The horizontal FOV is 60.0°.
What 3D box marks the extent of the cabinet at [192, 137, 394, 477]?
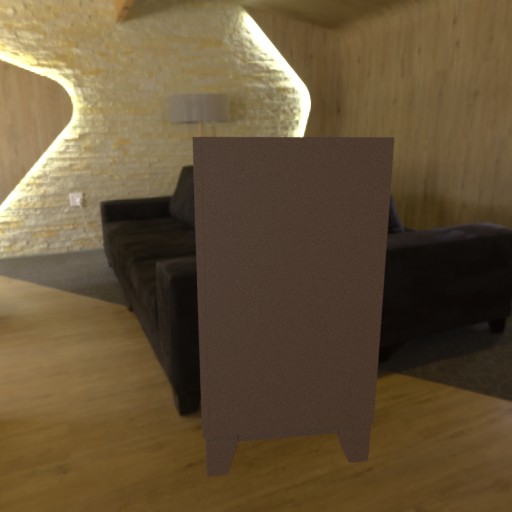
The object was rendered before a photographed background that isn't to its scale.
[{"bbox_3d":[0.000,0.000,1.816,0.482,0.914,1.396,-2,14,-8],"label":"cabinet"}]
